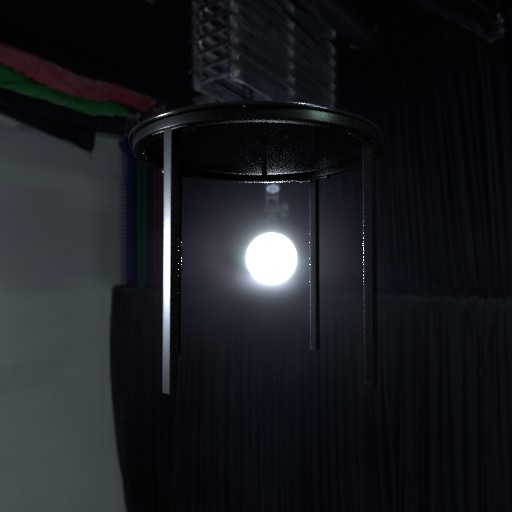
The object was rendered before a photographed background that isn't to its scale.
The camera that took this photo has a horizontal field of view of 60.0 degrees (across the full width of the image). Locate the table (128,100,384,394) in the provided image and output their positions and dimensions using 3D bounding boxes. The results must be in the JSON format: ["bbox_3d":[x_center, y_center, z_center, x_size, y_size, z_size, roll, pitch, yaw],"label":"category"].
[{"bbox_3d":[0.000,0.000,0.895,0.499,0.443,0.499,0,-2,0],"label":"table"}]
